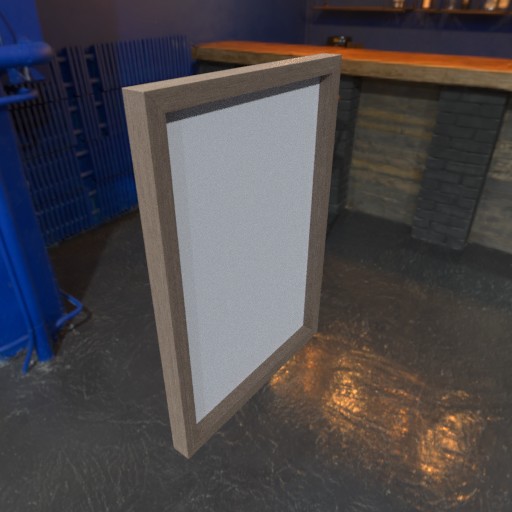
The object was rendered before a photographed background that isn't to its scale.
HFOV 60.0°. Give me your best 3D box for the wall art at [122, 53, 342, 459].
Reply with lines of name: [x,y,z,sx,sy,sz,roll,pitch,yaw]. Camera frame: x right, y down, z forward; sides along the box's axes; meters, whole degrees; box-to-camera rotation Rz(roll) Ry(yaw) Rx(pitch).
wall art: [0.000,0.000,0.646,0.032,0.510,0.358,22,37,32]
